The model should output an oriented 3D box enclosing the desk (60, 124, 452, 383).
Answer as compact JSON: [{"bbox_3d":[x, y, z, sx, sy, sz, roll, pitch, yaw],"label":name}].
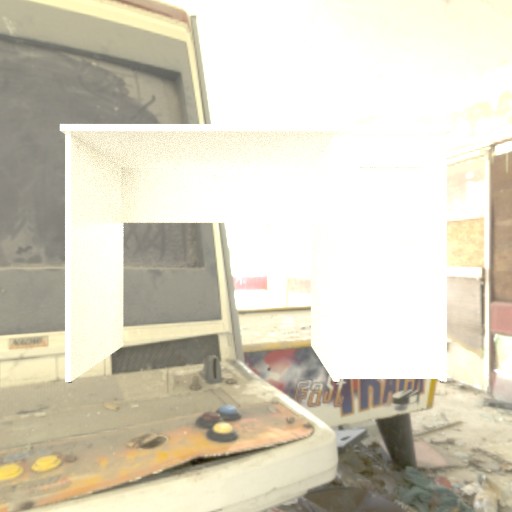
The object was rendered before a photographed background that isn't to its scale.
[{"bbox_3d":[0.000,0.000,1.518,1.097,0.735,0.560,0,0,0],"label":"desk"}]
